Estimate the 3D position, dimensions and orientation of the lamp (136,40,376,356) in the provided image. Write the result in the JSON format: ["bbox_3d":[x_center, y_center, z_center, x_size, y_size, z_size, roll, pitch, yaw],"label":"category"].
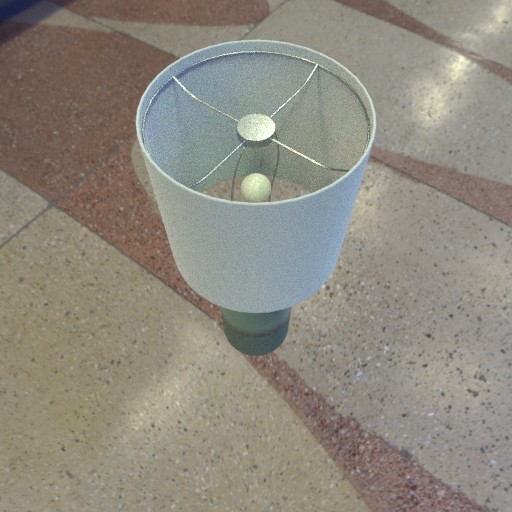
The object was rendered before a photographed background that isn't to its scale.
[{"bbox_3d":[0.000,0.000,0.603,0.212,0.493,0.212,33,64,18],"label":"lamp"}]
